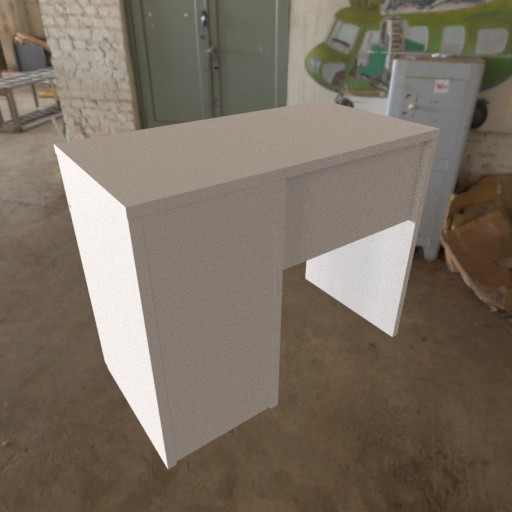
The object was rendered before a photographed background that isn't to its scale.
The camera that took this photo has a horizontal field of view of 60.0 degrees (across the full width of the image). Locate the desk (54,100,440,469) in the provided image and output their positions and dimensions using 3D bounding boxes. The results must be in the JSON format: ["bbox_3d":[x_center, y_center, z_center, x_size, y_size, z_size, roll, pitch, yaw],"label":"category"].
[{"bbox_3d":[0.000,0.000,1.340,0.898,0.730,0.482,-20,36,-30],"label":"desk"}]
